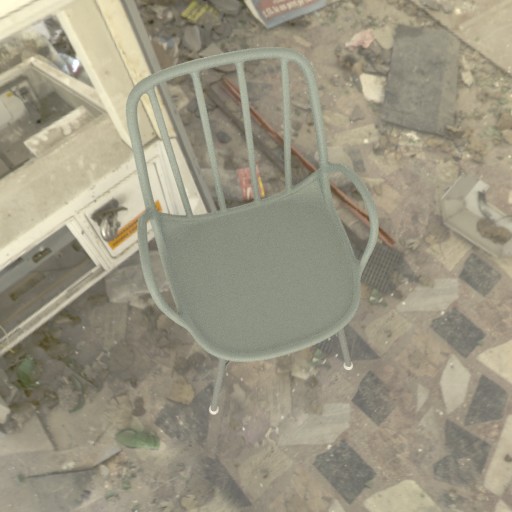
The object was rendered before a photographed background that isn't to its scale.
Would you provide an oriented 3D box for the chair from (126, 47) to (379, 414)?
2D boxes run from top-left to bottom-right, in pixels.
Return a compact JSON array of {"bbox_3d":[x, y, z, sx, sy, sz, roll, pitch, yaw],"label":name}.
[{"bbox_3d":[0.000,0.000,1.190,0.549,0.816,0.597,-16,65,-8],"label":"chair"}]
